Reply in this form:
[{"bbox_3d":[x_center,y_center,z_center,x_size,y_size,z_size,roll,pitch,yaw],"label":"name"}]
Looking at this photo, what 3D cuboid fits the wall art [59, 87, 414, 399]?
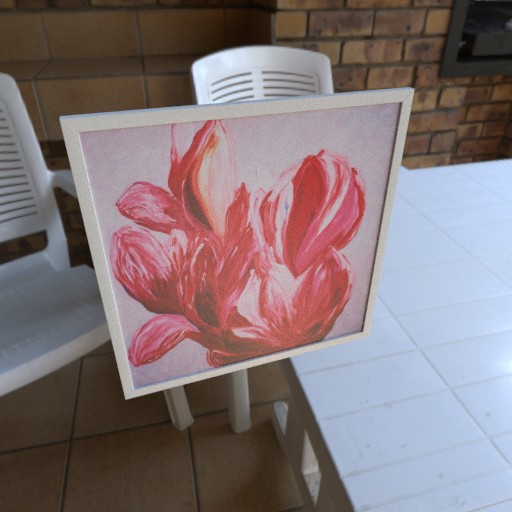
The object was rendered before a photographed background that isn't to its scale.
[{"bbox_3d":[0.000,0.000,1.185,0.805,0.803,0.022,-11,34,-16],"label":"wall art"}]
